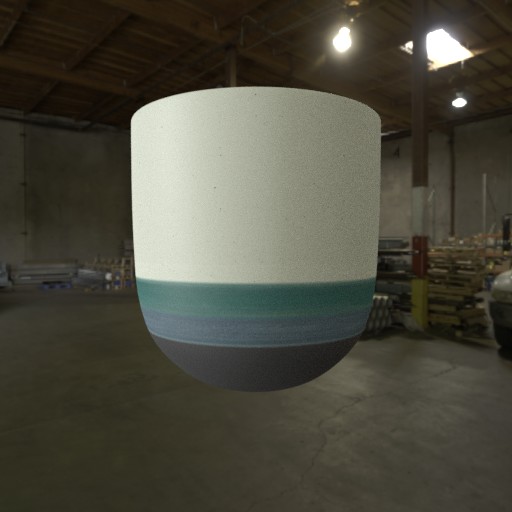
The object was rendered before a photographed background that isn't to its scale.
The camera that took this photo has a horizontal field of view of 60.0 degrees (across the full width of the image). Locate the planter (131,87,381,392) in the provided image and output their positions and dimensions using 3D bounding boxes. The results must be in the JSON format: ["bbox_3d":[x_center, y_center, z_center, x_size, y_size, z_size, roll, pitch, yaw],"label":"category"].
[{"bbox_3d":[0.000,0.000,0.377,0.204,0.214,0.204,0,1,0],"label":"planter"}]
